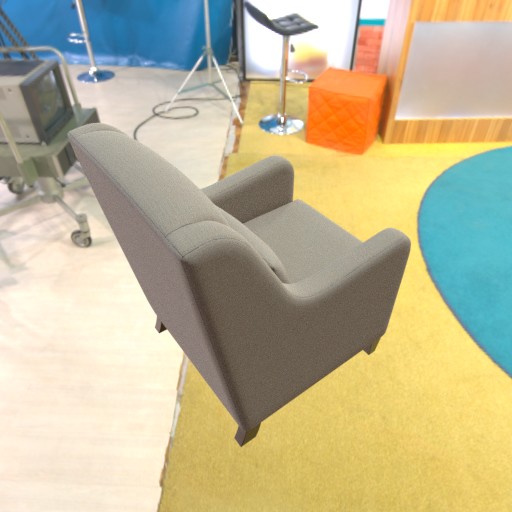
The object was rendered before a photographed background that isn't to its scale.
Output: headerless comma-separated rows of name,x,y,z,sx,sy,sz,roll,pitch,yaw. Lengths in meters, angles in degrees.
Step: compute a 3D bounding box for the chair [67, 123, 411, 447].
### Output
chair,0.000,0.000,1.608,0.896,1.017,0.715,-26,47,-26
